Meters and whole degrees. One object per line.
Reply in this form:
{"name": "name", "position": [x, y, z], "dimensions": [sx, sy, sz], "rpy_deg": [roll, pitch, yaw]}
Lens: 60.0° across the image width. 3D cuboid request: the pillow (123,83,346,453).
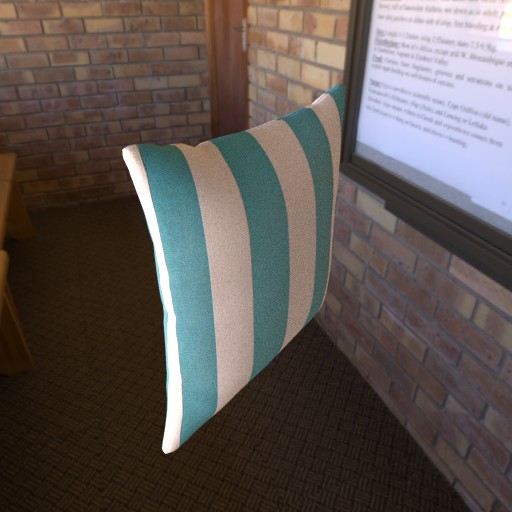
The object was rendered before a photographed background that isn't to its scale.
{"name": "pillow", "position": [0.000, 0.000, 0.805], "dimensions": [0.189, 0.526, 0.536], "rpy_deg": [21, 37, 30]}
